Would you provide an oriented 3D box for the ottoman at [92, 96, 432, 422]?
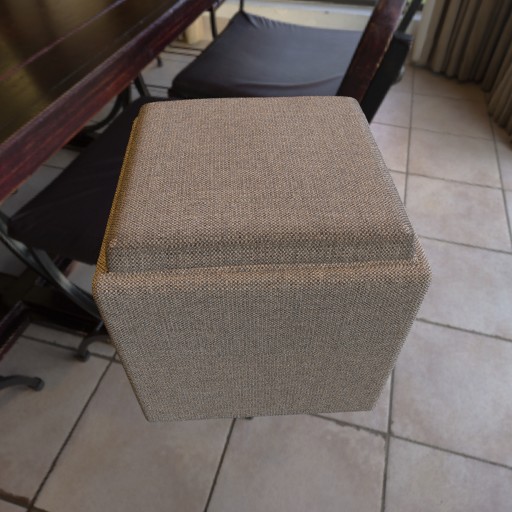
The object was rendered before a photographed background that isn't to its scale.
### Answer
[{"bbox_3d":[0.000,0.000,0.848,0.454,0.487,0.436,-2,47,-2],"label":"ottoman"}]
